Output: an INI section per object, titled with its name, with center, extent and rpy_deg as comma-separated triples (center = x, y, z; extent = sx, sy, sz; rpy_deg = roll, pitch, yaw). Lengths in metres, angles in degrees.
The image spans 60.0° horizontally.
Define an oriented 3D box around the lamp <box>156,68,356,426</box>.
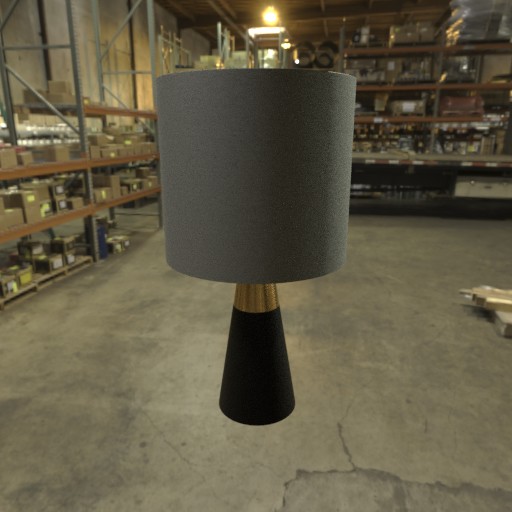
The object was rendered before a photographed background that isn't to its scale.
[lamp]
center = 0.000, 0.000, 0.772
extent = 0.308, 0.580, 0.308
rpy_deg = 3, 16, 10
